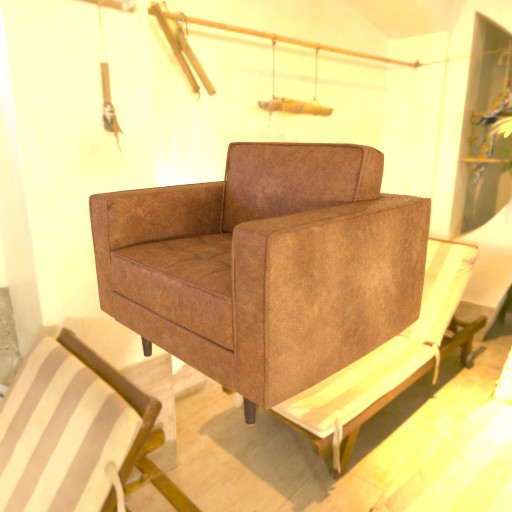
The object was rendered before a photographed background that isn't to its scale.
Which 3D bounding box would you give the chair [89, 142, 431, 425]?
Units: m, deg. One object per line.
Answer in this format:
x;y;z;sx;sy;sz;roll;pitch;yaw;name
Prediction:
0.000;0.000;1.551;0.798;0.767;0.928;-15;21;-42;chair
